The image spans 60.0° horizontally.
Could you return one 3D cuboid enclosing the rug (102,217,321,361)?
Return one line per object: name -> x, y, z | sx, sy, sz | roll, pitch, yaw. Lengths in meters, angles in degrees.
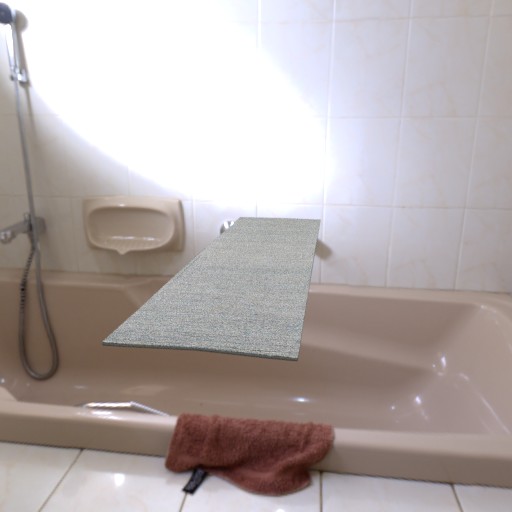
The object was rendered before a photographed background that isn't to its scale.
rug -> 0.000, 0.000, 2.577 | 0.675, 0.037, 2.341 | 3, 16, 9
